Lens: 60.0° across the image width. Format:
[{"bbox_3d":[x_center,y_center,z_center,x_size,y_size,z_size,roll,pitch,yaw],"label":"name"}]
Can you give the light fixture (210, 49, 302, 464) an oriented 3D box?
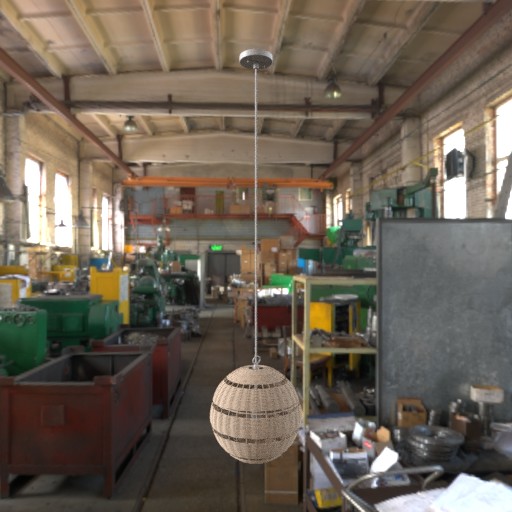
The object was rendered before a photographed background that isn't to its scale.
[{"bbox_3d":[0.000,0.000,2.232,0.457,2.019,0.457,1,-1,-37],"label":"light fixture"}]
